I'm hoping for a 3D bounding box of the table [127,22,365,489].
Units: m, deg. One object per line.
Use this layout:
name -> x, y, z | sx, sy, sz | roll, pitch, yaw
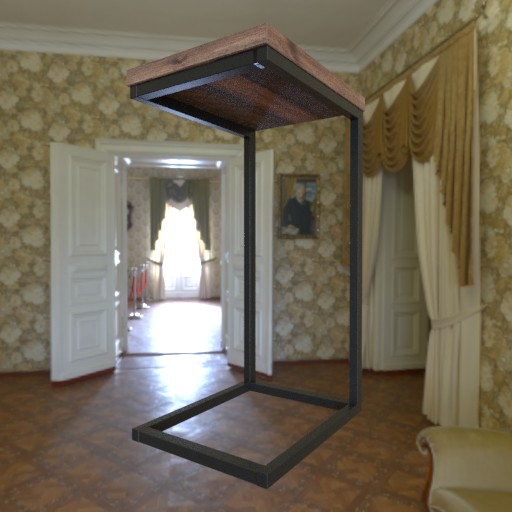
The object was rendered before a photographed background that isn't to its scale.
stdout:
table -> 0.000, 0.000, 0.937 | 0.323, 0.718, 0.414 | 1, 1, 34
